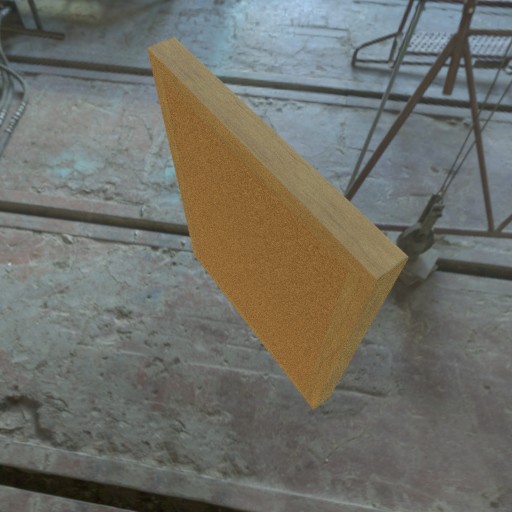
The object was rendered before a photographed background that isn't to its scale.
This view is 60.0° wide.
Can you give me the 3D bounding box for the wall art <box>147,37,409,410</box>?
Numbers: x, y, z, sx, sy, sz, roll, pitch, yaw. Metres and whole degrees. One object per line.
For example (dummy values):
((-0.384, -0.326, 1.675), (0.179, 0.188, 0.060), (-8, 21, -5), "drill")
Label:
((0.000, 0.000, 0.524), (0.030, 0.380, 0.312), (-32, 64, -18), "wall art")
